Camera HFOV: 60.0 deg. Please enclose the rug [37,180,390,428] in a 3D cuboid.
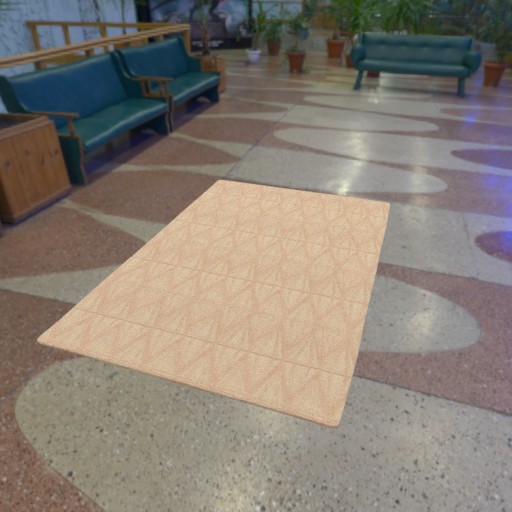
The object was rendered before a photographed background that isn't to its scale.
[{"bbox_3d":[0.000,0.000,3.042,1.609,0.015,2.390,11,33,17],"label":"rug"}]
